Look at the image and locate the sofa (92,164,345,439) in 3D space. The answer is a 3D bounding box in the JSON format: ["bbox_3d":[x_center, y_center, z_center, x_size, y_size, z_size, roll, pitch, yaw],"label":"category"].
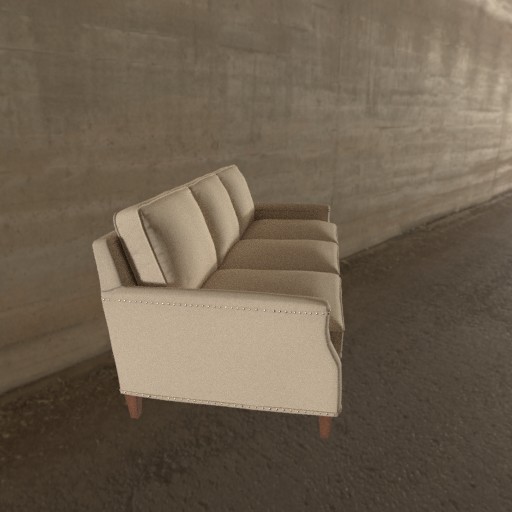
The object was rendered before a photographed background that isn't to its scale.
[{"bbox_3d":[0.000,0.000,2.894,1.084,1.003,2.246,3,17,9],"label":"sofa"}]
